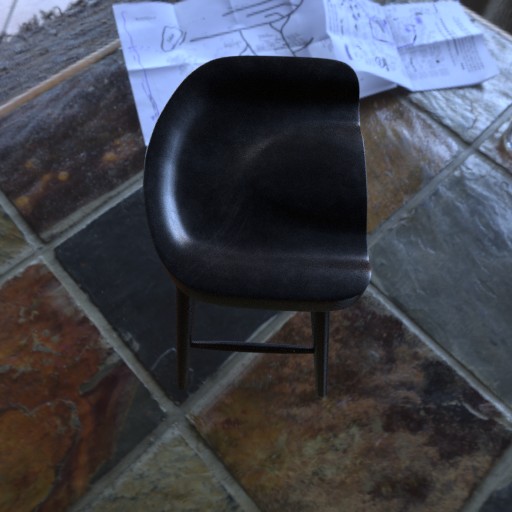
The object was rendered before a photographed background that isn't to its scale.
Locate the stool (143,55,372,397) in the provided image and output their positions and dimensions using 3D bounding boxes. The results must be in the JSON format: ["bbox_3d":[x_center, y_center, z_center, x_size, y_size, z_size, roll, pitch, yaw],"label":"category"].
[{"bbox_3d":[0.000,0.000,0.879,0.361,0.615,0.440,3,65,1],"label":"stool"}]
